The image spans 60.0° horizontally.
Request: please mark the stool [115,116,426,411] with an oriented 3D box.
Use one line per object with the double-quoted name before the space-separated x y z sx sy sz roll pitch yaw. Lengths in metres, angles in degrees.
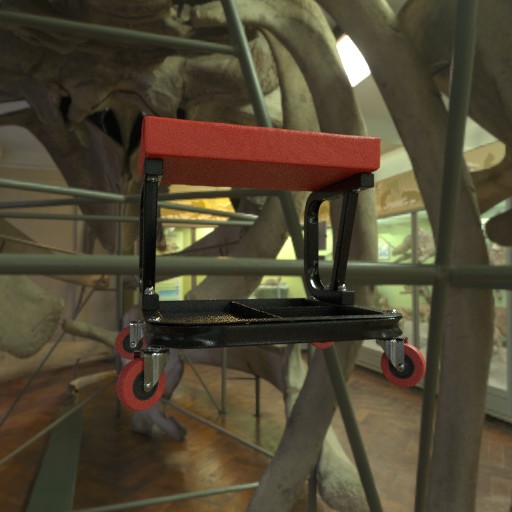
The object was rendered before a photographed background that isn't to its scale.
"stool" 0.000 0.000 0.730 0.446 0.380 0.371 0 -1 -16
